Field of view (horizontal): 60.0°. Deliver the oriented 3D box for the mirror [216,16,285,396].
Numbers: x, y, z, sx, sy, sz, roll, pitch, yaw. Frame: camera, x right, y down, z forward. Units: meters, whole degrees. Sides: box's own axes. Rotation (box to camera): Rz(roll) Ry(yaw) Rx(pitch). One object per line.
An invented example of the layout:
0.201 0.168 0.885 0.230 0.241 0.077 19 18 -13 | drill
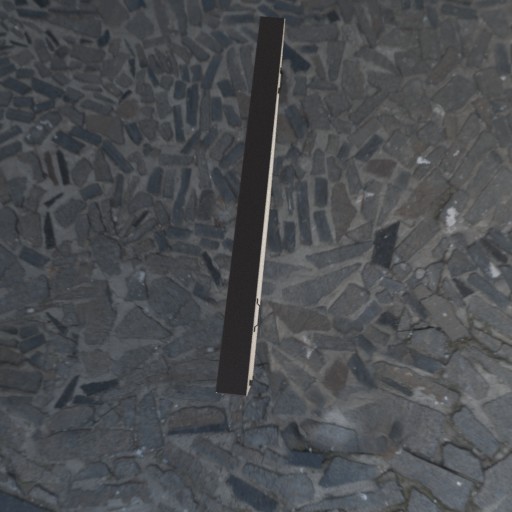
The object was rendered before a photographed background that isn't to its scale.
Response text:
0.000 0.000 0.899 0.040 0.710 0.507 6 75 1 | mirror
